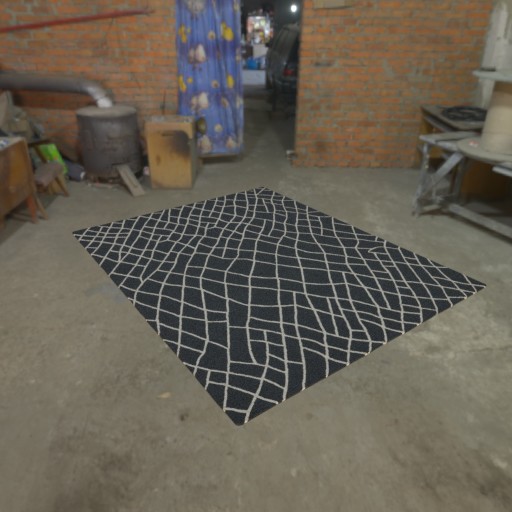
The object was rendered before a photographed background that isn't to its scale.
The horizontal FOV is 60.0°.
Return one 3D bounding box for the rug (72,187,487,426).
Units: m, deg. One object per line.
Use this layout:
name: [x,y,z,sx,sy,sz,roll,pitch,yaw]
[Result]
rug: [0.000,0.000,4.049,2.439,0.022,3.047,-18,33,-31]
